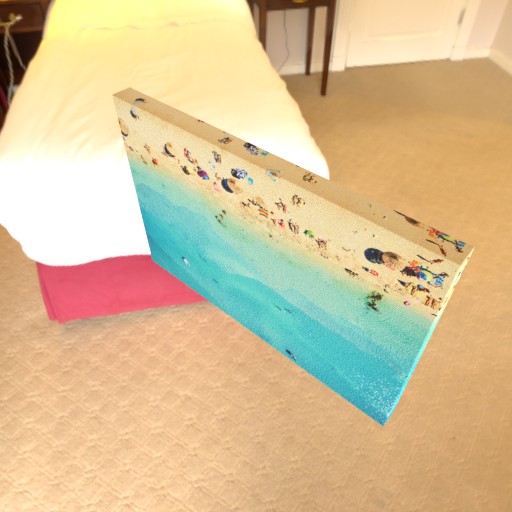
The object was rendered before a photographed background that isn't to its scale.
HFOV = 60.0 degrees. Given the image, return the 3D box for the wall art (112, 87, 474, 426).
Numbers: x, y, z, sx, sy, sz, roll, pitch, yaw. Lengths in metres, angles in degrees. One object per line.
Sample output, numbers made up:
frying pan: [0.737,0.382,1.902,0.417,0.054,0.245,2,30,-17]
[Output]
wall art: [0.000,0.000,0.766,0.609,0.406,0.039,32,53,27]
